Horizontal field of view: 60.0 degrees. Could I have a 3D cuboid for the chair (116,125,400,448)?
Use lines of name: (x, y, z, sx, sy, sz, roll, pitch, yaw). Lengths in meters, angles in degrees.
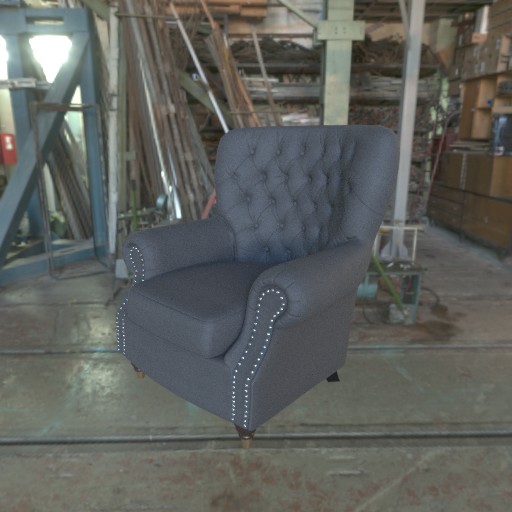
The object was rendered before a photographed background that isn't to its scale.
chair: (0.000, 0.000, 1.827, 0.983, 1.046, 0.983, 14, 20, 41)
